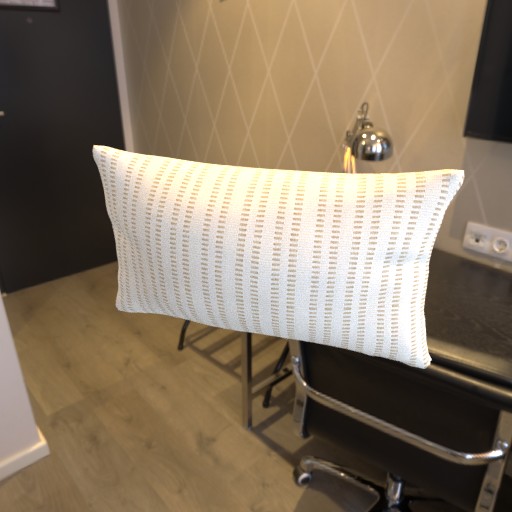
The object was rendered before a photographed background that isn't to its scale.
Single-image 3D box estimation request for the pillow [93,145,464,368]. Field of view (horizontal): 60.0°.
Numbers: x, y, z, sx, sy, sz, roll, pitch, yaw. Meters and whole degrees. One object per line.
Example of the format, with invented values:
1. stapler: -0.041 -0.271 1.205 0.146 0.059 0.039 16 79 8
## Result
1. pillow: 0.000 0.000 0.790 0.640 0.353 0.210 8 26 16
